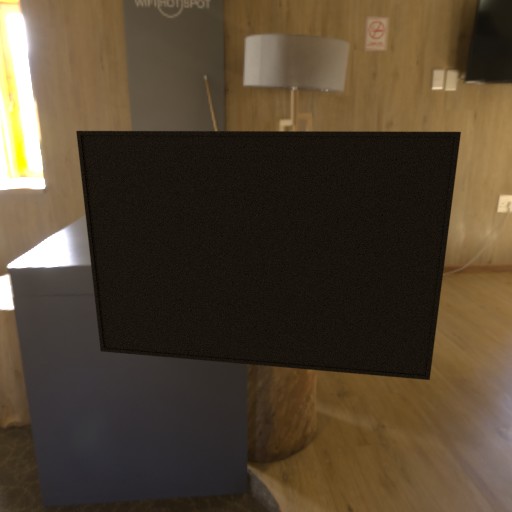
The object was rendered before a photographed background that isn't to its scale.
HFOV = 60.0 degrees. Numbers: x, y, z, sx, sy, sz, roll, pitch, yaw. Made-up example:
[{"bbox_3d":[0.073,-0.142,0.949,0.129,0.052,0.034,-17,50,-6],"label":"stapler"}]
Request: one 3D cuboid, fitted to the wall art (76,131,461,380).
[{"bbox_3d":[0.000,0.000,1.485,1.190,0.805,0.028,3,17,9],"label":"wall art"}]
